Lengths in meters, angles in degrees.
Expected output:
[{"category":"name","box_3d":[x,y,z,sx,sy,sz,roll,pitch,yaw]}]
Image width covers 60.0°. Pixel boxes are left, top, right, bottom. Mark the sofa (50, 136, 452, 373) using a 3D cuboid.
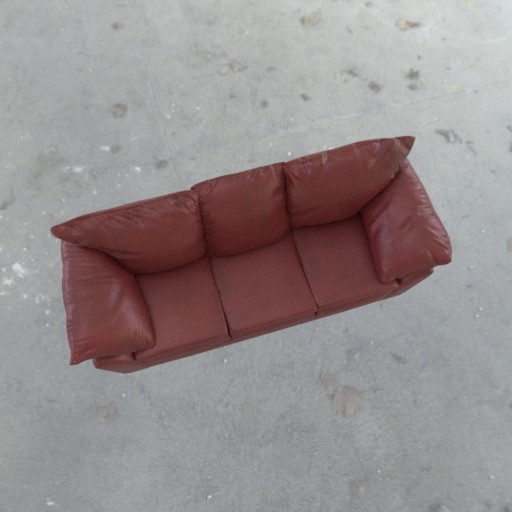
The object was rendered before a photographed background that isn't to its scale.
[{"category":"sofa","box_3d":[0.000,0.000,2.913,2.390,1.091,0.907,-15,65,-7]}]
